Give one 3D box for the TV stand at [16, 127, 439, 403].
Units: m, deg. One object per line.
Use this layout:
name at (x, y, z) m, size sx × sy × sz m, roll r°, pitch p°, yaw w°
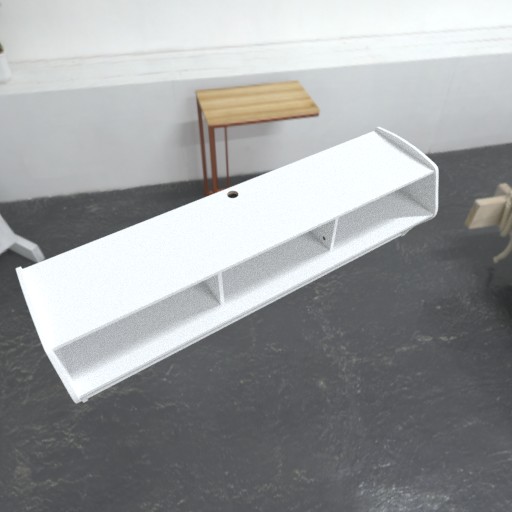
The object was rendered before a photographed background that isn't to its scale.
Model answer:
TV stand at (0.000, 0.000, 1.637) m, size 1.473 × 0.424 × 0.397 m, roll -25°, pitch 53°, yaw -21°
